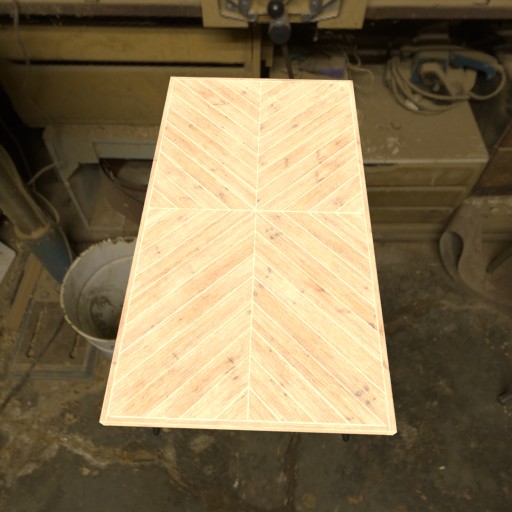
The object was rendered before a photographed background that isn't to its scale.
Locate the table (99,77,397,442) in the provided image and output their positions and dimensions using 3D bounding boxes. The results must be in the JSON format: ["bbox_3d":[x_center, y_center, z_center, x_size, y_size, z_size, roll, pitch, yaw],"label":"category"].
[{"bbox_3d":[0.000,0.000,2.270,0.991,0.762,1.803,2,58,1],"label":"table"}]
